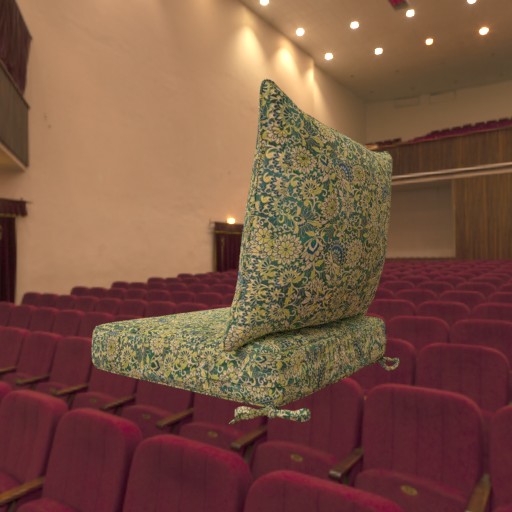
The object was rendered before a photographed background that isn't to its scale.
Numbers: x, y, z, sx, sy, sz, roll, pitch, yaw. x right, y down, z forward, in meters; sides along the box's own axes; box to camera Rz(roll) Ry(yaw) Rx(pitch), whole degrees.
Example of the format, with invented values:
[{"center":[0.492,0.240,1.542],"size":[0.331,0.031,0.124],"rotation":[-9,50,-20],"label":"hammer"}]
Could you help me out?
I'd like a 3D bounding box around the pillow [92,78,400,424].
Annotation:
[{"center":[0.000,0.000,1.367],"size":[0.740,0.722,0.798],"rotation":[-1,-1,36],"label":"pillow"}]
